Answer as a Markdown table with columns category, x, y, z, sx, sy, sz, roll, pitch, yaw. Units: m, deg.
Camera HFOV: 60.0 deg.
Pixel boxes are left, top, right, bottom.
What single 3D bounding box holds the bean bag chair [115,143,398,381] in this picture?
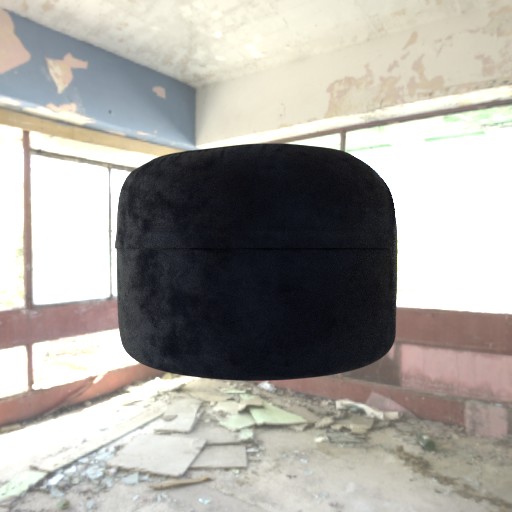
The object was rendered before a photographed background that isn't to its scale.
| category | x | y | z | sx | sy | sz | roll | pitch | yaw |
| --- | --- | --- | --- | --- | --- | --- | --- | --- | --- |
| bean bag chair | 0.000 | 0.000 | 1.503 | 0.918 | 0.616 | 0.918 | 0 | 1 | 0 |
